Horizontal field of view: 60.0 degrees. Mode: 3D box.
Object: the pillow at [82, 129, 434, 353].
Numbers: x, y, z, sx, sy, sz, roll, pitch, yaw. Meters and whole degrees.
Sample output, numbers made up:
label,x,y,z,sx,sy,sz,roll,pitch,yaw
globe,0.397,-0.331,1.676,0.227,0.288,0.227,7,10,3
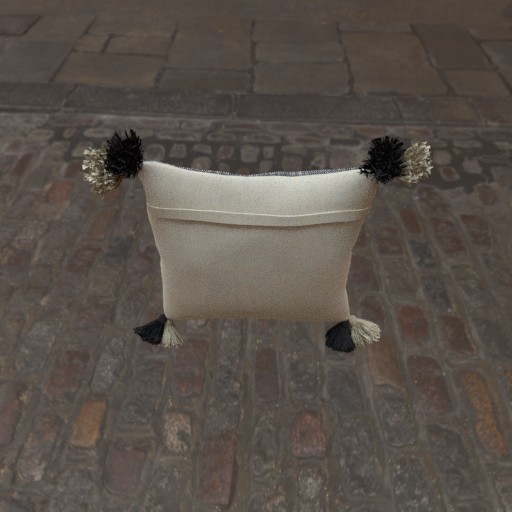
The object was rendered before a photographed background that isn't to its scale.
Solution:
label,x,y,z,sx,sy,sz,roll,pitch,yaw
pillow,0.000,0.000,0.997,0.654,0.659,0.170,1,46,1
